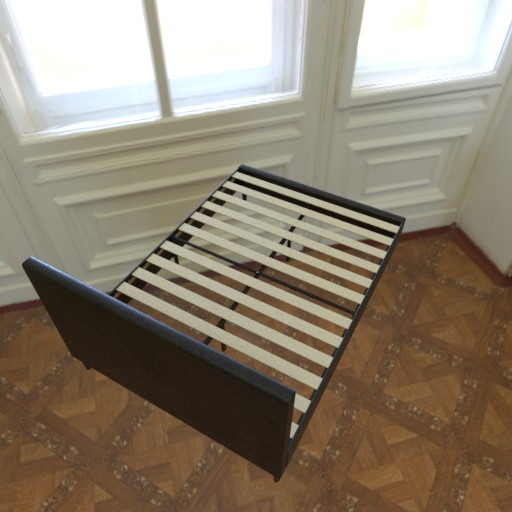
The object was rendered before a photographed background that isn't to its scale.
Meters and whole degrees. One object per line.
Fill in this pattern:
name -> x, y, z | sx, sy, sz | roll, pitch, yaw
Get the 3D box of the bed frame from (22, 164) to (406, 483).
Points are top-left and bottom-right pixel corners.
bed frame -> 0.000, 0.000, 3.233 | 1.634, 1.127, 2.318 | 22, 50, 20
